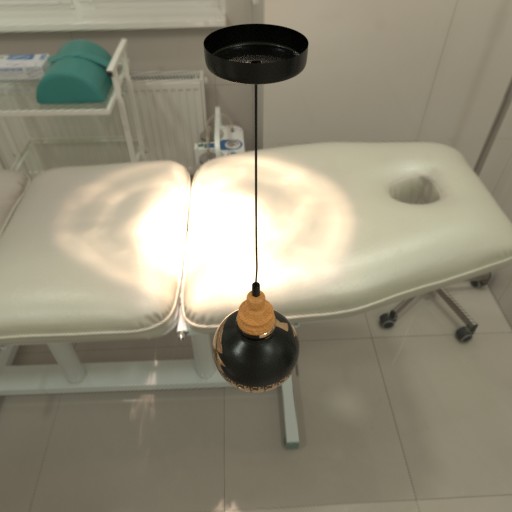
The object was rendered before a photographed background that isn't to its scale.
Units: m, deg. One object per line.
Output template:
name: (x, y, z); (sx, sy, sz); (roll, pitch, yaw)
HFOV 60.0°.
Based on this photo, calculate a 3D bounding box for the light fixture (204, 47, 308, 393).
light fixture: (0.000, 0.000, 1.737); (0.430, 1.606, 0.430); (-2, 46, -2)
